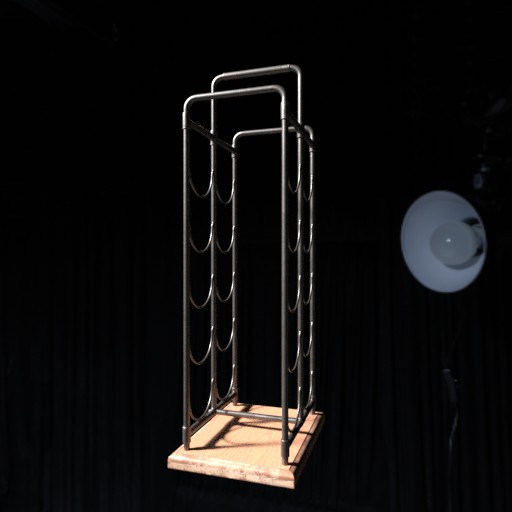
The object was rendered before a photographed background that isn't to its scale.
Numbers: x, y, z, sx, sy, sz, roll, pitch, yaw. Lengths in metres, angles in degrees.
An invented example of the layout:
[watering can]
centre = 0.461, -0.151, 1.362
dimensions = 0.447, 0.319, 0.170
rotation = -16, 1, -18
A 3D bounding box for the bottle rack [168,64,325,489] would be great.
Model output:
[bottle rack]
centre = 0.000, 0.000, 0.808
dimensions = 0.208, 0.680, 0.276
rotation = 0, 0, 18
